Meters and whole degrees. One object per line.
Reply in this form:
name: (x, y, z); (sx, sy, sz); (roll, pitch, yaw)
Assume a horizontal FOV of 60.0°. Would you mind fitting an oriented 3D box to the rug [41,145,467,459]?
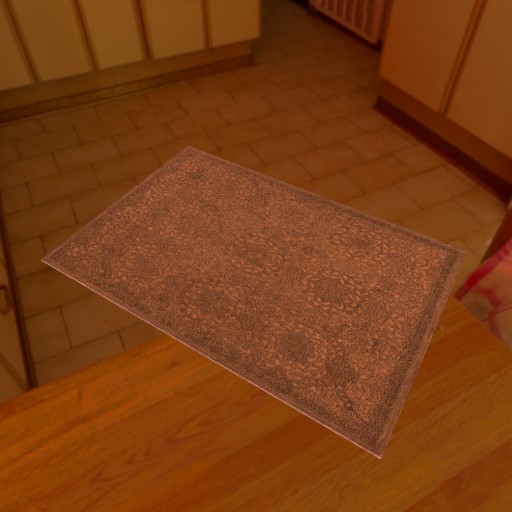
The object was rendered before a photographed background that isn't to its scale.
rug: (0.000, 0.000, 2.274); (1.819, 0.012, 1.208); (25, 52, 21)
